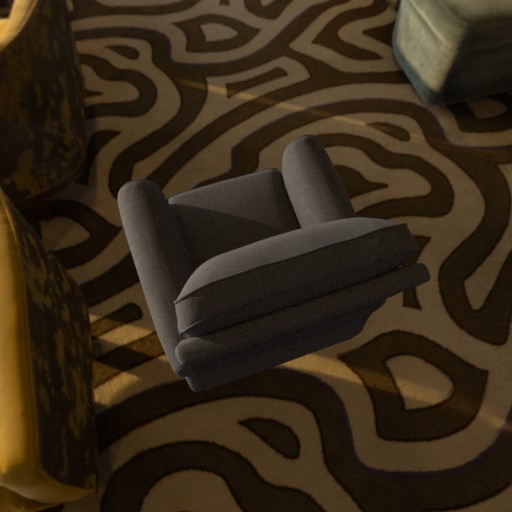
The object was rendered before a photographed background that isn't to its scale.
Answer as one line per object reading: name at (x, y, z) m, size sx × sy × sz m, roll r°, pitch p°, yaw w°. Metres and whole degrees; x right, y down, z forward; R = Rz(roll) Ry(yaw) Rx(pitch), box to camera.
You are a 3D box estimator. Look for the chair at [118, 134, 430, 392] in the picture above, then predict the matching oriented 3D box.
chair at (0.000, 0.000, 1.685) m, size 0.890 × 0.961 × 0.878 m, roll -17°, pitch 61°, yaw -10°
